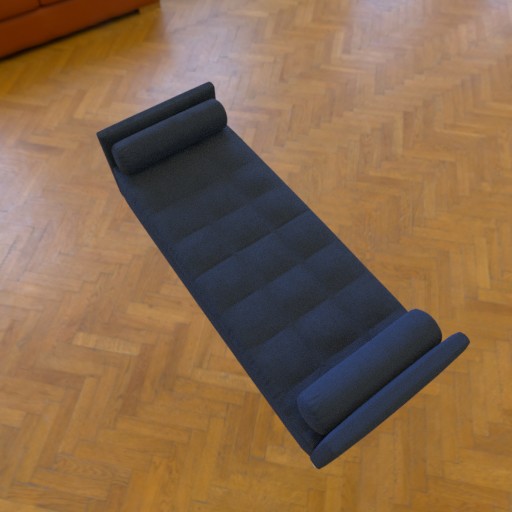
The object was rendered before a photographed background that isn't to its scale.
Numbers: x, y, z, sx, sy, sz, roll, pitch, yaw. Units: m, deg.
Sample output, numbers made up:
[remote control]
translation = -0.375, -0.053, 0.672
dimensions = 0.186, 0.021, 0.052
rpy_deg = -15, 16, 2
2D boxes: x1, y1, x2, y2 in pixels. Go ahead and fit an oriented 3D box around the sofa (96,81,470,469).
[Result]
[sofa]
translation = 0.000, 0.000, 2.471
dimensions = 0.797, 0.657, 2.102
rpy_deg = -32, 64, -17
